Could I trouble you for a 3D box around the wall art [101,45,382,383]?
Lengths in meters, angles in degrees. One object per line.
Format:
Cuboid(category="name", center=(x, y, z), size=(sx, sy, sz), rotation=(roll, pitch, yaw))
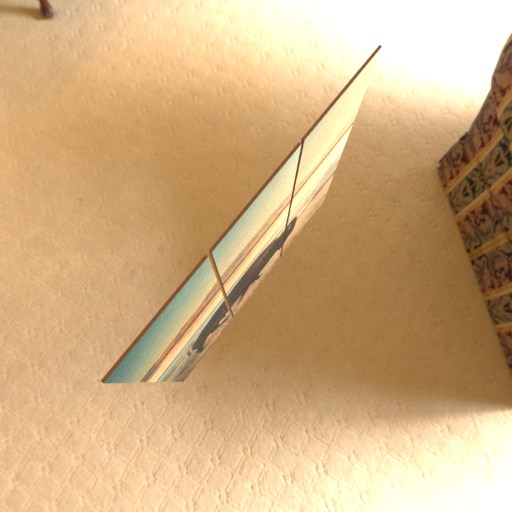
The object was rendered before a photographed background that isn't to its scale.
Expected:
Cuboid(category="wall art", center=(0.000, 0.000, 2.237), size=(0.019, 1.532, 1.533), rotation=(36, 77, 9))
